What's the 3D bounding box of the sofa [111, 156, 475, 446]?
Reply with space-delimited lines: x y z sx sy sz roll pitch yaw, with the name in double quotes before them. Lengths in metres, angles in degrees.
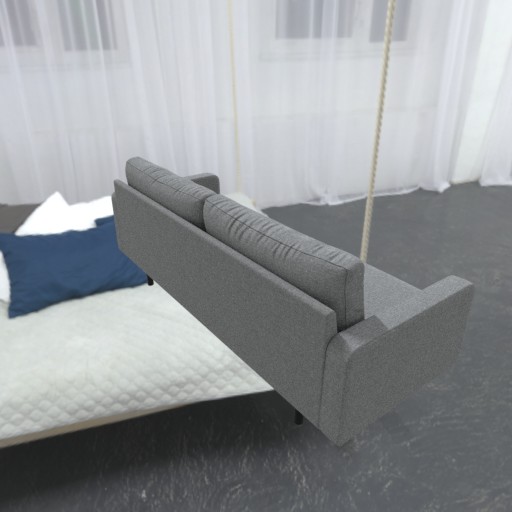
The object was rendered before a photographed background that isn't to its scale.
"sofa" 0.000 0.000 2.601 0.880 0.880 2.200 -19 32 -33
